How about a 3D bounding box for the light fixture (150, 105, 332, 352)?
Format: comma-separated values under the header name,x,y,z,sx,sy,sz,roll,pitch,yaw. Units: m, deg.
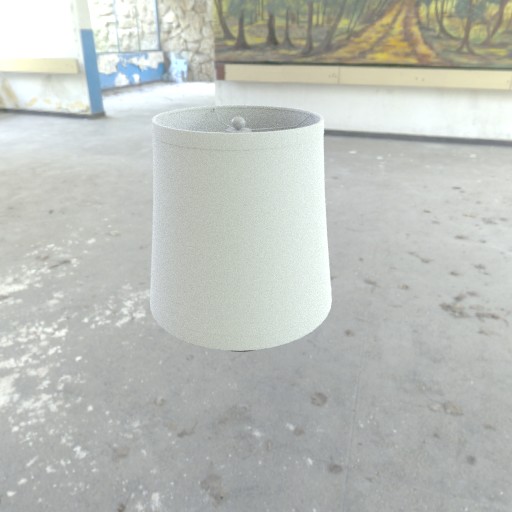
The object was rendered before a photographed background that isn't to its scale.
name,x,y,z,sx,sy,sz,roll,pitch,yaw
light fixture,0.000,0.000,0.269,0.100,0.172,0.157,8,27,15
